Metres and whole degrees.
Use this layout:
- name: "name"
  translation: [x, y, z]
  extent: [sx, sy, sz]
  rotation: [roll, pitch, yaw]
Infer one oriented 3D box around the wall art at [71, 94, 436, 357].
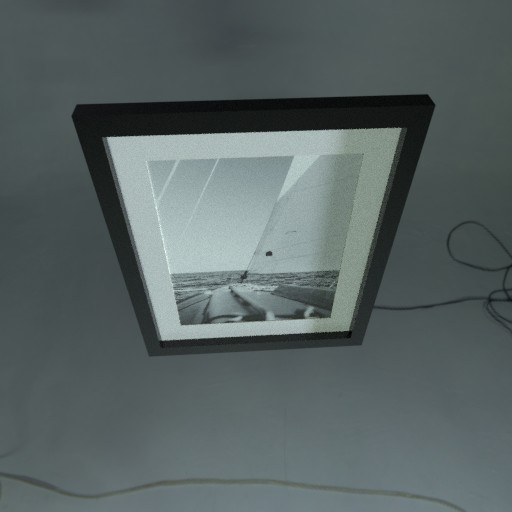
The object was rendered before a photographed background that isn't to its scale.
- name: "wall art"
  translation: [0.000, 0.000, 0.770]
  extent: [0.461, 0.558, 0.031]
  rotation: [-3, 46, -2]
